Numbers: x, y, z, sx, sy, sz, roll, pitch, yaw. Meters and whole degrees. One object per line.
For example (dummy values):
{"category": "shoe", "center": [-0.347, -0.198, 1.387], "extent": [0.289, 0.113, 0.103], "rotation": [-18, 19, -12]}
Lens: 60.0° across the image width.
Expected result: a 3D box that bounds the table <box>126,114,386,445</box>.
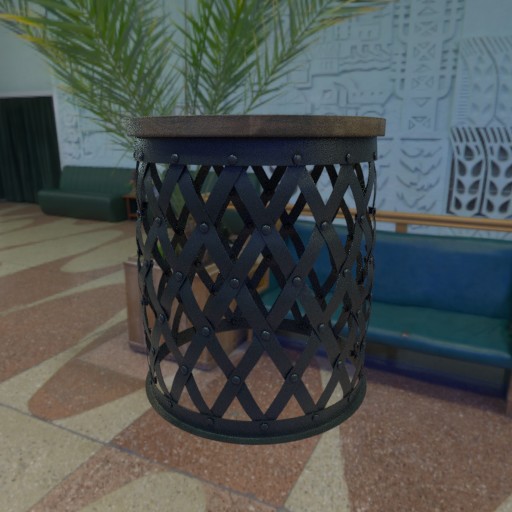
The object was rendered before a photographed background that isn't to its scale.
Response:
{"category": "table", "center": [0.000, 0.000, 0.774], "extent": [0.405, 0.454, 0.405], "rotation": [0, 15, 0]}
